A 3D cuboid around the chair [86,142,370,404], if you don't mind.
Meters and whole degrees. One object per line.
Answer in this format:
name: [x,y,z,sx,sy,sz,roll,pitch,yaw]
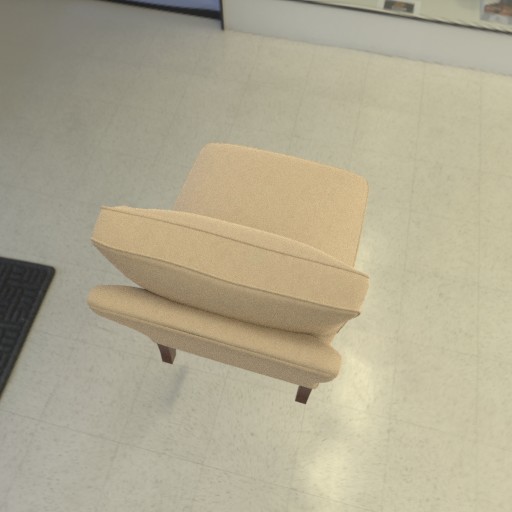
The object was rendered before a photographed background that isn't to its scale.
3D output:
chair: [0.000,0.000,1.654,0.724,1.052,0.912,15,63,7]
